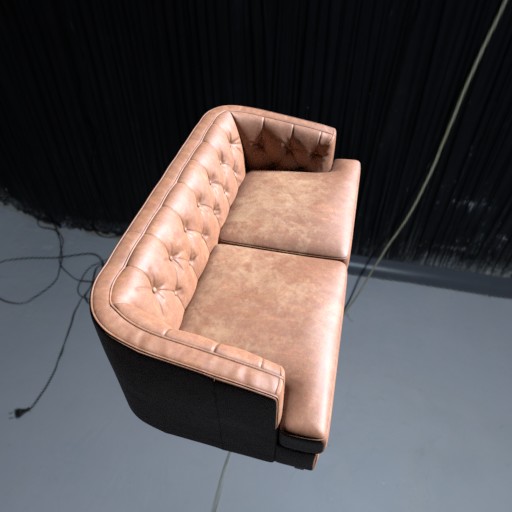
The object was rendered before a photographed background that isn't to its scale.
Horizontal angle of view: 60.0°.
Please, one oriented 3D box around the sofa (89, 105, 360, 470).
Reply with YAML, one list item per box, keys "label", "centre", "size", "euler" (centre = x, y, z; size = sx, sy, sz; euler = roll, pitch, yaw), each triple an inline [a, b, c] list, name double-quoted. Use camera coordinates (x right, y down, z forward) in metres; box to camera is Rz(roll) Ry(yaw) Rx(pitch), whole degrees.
- label: "sofa"
  centre: [0.000, 0.000, 2.210]
  size: [0.914, 0.786, 1.755]
  euler: [9, 46, 9]
